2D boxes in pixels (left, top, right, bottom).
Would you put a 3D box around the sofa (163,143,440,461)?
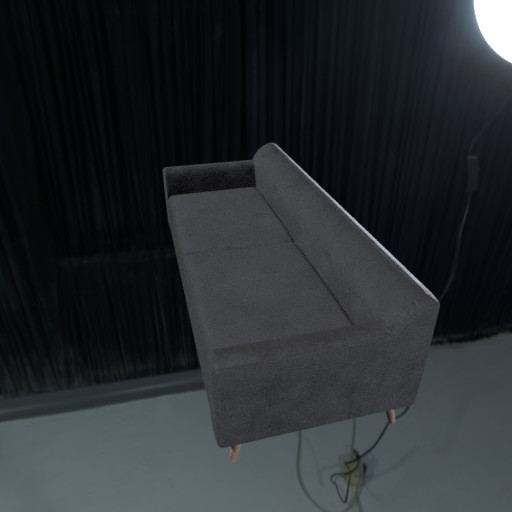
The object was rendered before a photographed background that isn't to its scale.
[{"bbox_3d":[0.000,0.000,2.668,0.900,0.740,2.190,-8,31,-13],"label":"sofa"}]
